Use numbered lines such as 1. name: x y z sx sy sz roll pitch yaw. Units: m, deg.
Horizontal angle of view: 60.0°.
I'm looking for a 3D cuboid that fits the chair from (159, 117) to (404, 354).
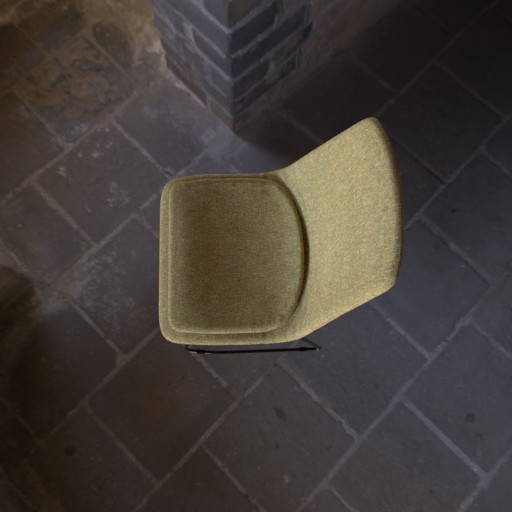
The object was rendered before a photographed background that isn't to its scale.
1. chair: 0.000 0.000 1.149 0.496 0.849 0.479 -2 77 -1
